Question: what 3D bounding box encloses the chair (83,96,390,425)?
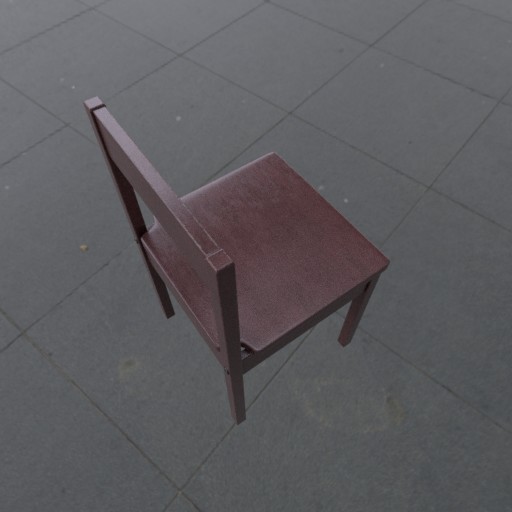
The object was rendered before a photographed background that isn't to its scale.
[{"bbox_3d":[0.000,0.000,0.887,0.361,0.668,0.367,-31,61,-19],"label":"chair"}]
